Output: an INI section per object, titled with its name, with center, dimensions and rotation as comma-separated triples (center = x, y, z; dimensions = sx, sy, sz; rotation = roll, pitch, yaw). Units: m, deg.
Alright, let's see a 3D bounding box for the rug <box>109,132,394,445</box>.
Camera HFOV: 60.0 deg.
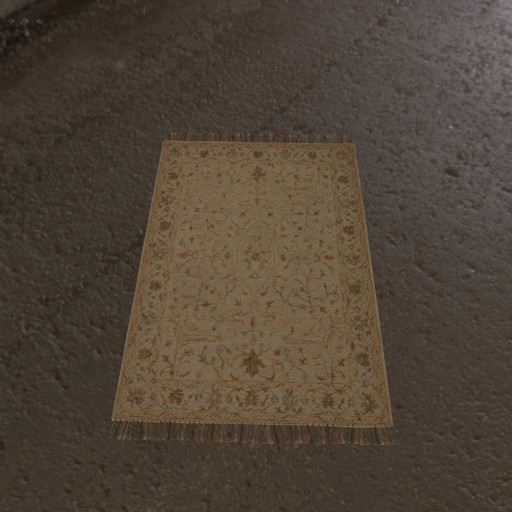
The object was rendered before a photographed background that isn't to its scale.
[rug]
center = 0.000, 0.000, 2.361
dimensions = 1.218, 0.017, 1.861
rotation = 1, 58, 1
